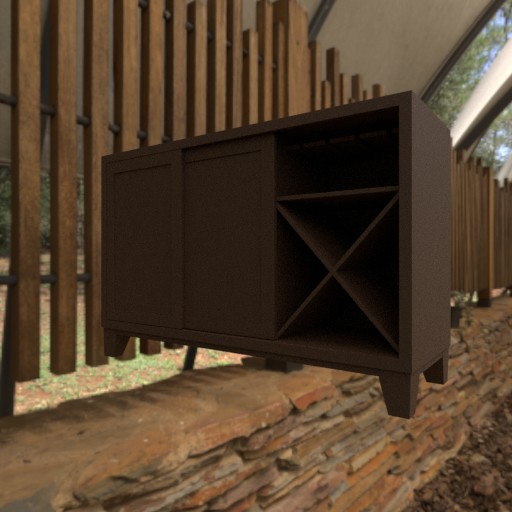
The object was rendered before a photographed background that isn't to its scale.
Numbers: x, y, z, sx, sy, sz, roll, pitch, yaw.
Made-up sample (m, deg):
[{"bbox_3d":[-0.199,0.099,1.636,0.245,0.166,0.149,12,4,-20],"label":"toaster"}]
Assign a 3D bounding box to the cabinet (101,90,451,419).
[{"bbox_3d":[0.000,0.000,1.822,1.396,0.914,0.482,0,0,35],"label":"cabinet"}]
